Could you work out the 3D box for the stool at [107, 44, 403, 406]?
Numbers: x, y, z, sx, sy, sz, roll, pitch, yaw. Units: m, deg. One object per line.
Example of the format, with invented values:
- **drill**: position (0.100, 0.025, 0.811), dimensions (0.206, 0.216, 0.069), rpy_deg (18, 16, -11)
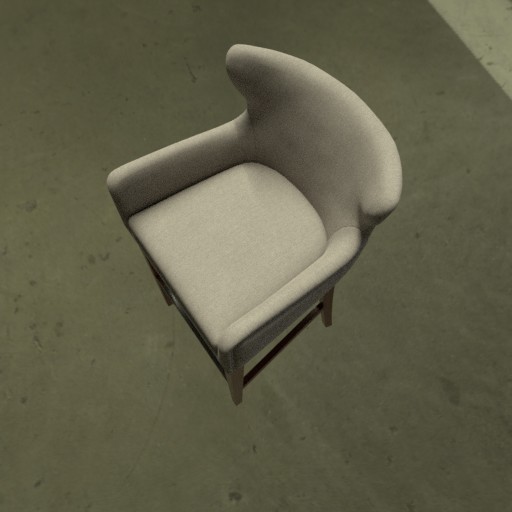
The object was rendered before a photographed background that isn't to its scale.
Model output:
- **stool**: position (0.000, 0.000, 1.387), dimensions (0.575, 1.047, 0.575), rpy_deg (-33, 68, -15)
